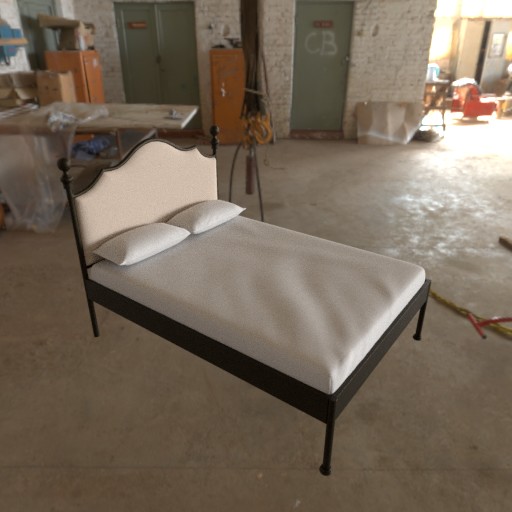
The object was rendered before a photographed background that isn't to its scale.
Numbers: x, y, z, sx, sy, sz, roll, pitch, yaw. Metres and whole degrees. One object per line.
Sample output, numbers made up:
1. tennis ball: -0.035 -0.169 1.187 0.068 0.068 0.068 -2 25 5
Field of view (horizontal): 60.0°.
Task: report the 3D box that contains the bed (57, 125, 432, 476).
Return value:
1. bed: 0.000 0.000 3.334 2.224 1.499 1.642 18 32 32
